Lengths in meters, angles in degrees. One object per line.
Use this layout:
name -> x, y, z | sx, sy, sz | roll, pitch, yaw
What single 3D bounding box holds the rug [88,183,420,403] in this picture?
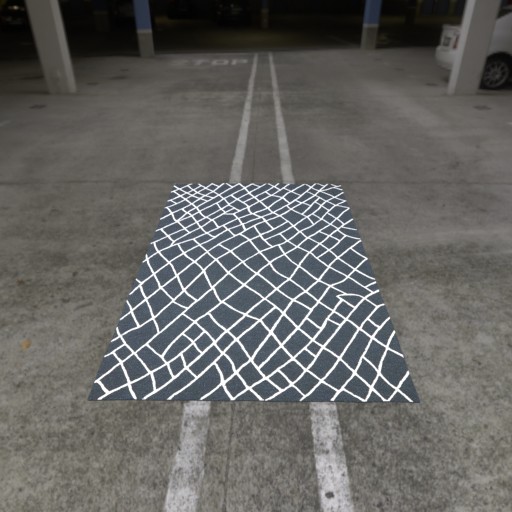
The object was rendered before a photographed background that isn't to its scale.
rug -> 0.000, 0.000, 3.053 | 1.529, 0.017, 2.448 | 0, 33, 0
